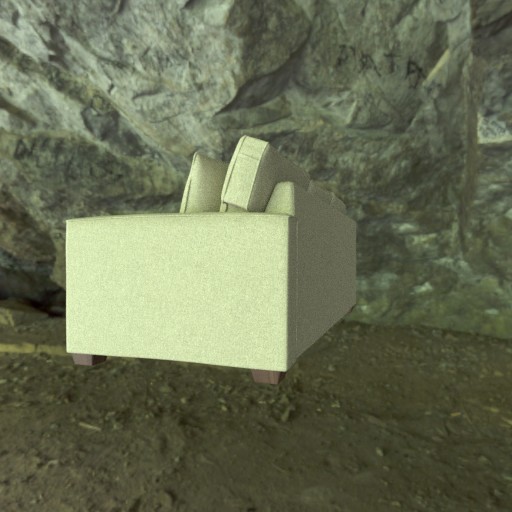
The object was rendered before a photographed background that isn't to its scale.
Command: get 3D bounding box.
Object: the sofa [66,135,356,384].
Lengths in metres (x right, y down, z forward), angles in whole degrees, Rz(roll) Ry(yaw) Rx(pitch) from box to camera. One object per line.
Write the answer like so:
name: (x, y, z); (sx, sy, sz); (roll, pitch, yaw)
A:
sofa: (0.000, 0.000, 2.854); (1.053, 0.948, 2.323); (0, 0, 19)
